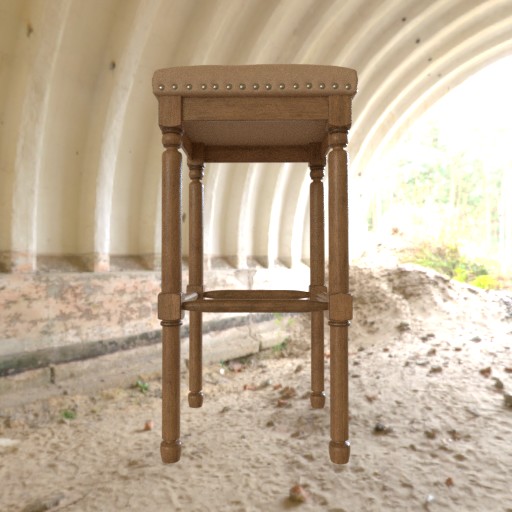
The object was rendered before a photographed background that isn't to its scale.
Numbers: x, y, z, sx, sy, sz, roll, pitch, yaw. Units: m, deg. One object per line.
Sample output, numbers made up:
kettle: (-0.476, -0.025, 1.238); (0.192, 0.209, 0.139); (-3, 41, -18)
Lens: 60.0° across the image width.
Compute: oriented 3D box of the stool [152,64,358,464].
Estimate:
stool: (0.000, 0.000, 0.991); (0.382, 0.768, 0.383); (0, -1, 1)
